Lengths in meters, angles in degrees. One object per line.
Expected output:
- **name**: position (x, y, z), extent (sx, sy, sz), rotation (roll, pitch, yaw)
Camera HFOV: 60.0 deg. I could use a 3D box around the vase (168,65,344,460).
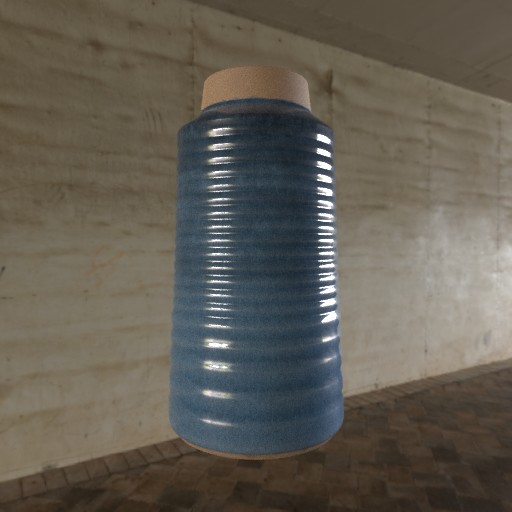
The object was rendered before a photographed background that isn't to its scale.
- **vase**: position (0.000, 0.000, 0.416), extent (0.163, 0.316, 0.163), rotation (0, 2, 0)
